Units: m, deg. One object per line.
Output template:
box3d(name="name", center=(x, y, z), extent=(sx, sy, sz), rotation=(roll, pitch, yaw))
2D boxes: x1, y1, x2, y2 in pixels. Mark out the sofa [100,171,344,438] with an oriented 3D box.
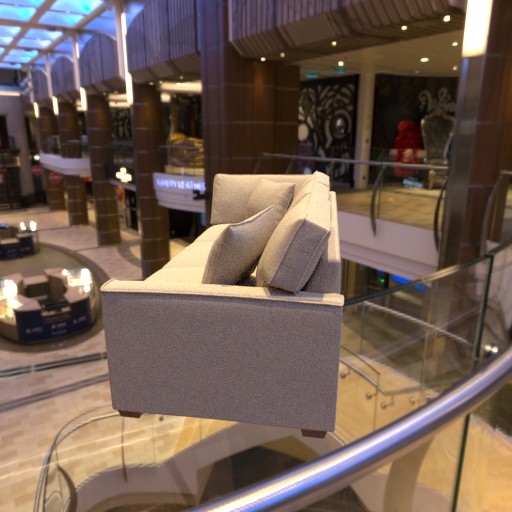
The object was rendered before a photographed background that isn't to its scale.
box3d(name="sofa", center=(0.000, 0.000, 2.904), extent=(1.061, 0.962, 2.317), rotation=(3, 16, 9))
